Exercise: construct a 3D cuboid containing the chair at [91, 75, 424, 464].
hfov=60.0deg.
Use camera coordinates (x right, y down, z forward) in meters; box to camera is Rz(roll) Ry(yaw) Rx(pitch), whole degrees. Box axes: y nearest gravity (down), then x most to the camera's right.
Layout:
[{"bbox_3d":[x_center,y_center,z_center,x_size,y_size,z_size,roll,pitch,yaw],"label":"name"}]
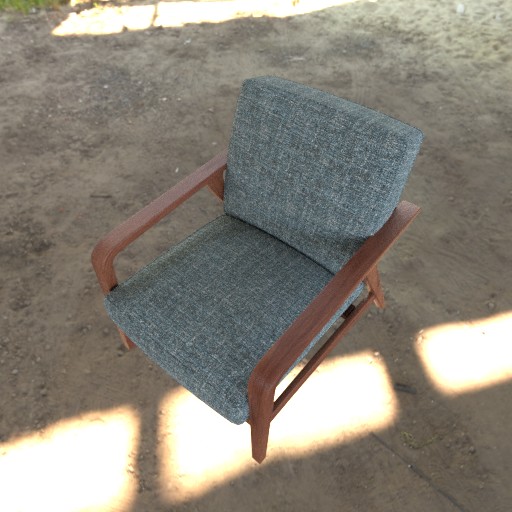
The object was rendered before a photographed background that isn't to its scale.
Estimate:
[{"bbox_3d":[0.000,0.000,1.478,0.719,0.864,0.889,31,54,26],"label":"chair"}]
